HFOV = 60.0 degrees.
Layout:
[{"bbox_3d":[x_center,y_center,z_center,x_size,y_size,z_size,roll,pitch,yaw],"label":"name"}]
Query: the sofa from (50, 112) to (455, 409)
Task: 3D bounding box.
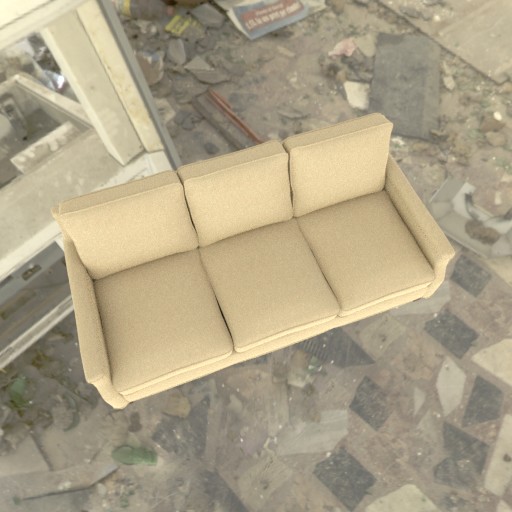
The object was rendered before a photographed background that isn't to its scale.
[{"bbox_3d":[0.000,0.000,2.812,2.246,1.003,1.084,-18,64,-9],"label":"sofa"}]
